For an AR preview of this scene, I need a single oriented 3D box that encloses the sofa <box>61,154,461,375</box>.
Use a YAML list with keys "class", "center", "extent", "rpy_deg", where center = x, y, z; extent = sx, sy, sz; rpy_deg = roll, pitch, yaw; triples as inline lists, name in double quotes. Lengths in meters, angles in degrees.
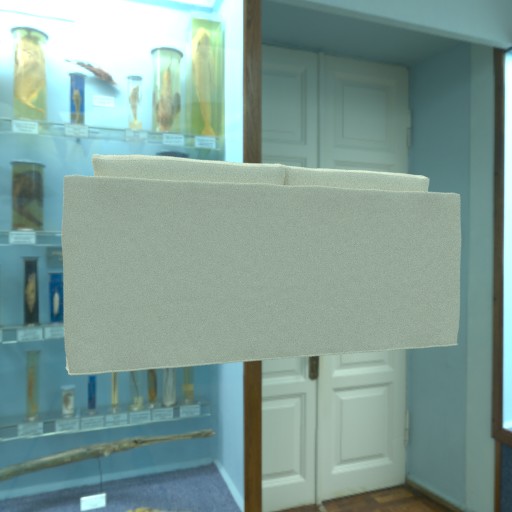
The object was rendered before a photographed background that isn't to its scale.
- class: "sofa"
  center: [0.000, 0.000, 2.253]
  extent: [1.746, 0.834, 0.962]
  rpy_deg: [0, 1, -18]
